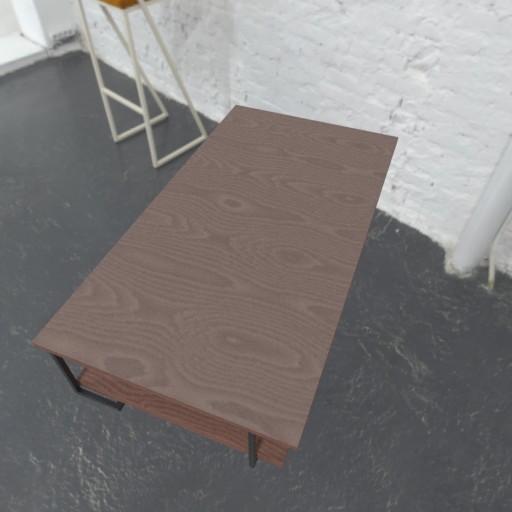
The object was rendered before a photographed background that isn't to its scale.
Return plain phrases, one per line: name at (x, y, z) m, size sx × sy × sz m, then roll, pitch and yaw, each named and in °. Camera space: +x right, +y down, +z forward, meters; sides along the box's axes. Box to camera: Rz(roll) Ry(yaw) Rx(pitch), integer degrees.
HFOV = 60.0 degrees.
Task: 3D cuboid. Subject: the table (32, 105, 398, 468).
table at (0.000, 0.000, 1.455) m, size 0.651 × 0.347 × 1.197 m, roll 16°, pitch 49°, yaw 15°
